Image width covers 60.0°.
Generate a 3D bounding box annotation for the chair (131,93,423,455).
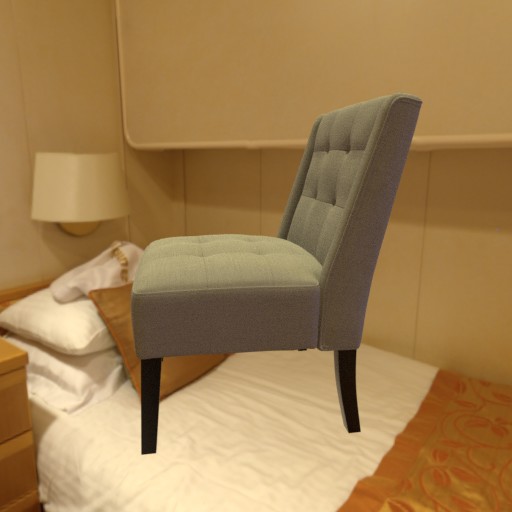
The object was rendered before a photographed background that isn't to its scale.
[{"bbox_3d":[0.000,0.000,1.291,0.676,0.853,0.569,-2,13,-9],"label":"chair"}]
